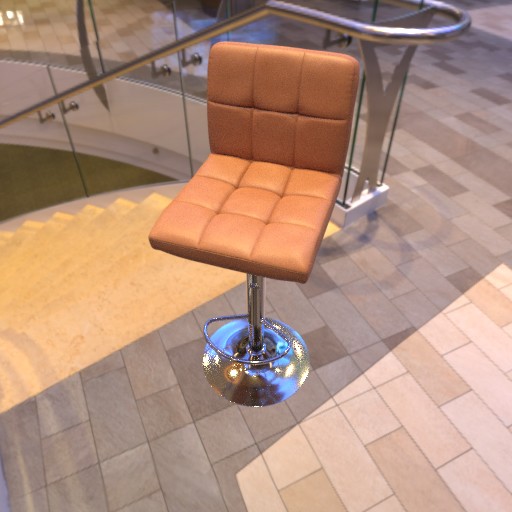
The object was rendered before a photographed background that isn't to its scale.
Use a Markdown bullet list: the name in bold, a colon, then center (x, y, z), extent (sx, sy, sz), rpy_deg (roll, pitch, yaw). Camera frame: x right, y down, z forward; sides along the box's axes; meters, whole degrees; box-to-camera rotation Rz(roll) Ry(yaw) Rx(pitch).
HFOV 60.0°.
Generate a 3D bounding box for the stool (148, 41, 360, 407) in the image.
- **stool**: center (0.000, 0.000, 1.395), extent (0.430, 1.115, 0.505), rpy_deg (13, 44, 13)
